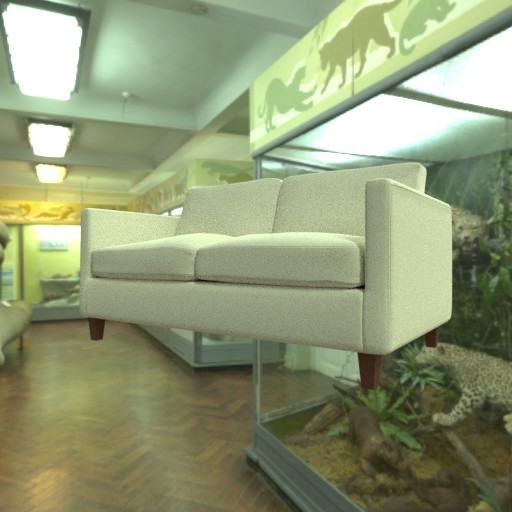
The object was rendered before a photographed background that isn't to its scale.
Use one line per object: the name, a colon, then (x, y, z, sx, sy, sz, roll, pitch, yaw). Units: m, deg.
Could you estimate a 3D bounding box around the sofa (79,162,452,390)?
sofa: (0.000, 0.000, 2.263, 1.702, 0.888, 0.964, 0, 0, 35)
